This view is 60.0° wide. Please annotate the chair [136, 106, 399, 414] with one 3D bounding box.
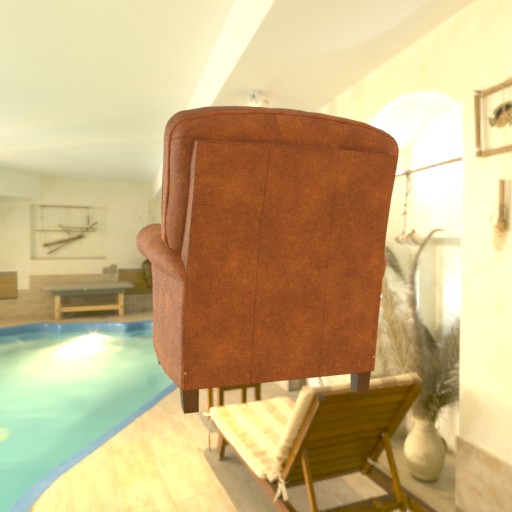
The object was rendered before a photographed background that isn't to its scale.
[{"bbox_3d":[0.000,0.000,1.841,0.936,1.018,0.986,0,1,-18],"label":"chair"}]
